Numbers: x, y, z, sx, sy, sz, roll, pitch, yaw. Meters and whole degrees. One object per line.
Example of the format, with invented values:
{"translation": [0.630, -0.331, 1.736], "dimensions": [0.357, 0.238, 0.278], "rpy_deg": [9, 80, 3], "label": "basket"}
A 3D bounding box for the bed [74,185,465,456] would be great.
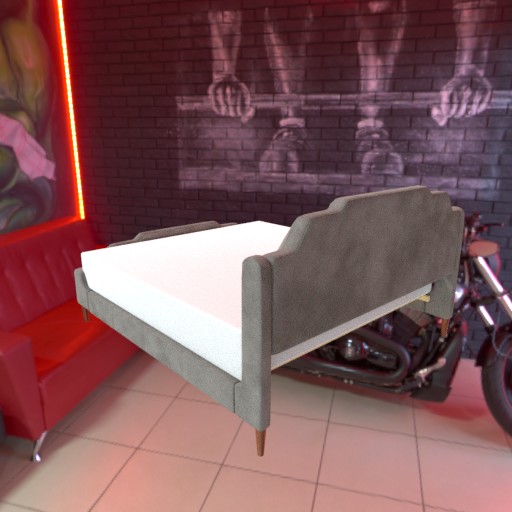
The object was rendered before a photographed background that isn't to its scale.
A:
{"translation": [0.000, 0.000, 3.532], "dimensions": [2.074, 1.245, 2.340], "rpy_deg": [-14, 21, -41], "label": "bed"}
